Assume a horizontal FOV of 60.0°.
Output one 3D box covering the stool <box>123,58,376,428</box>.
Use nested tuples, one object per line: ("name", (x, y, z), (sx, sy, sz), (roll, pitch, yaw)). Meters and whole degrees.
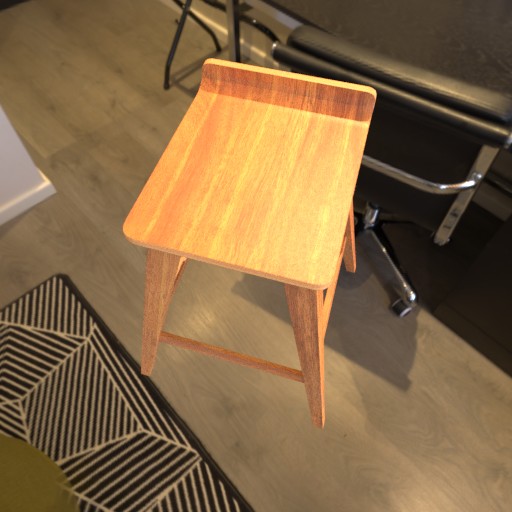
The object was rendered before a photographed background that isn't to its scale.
("stool", (0.000, 0.000, 1.014), (0.500, 0.650, 0.500), (14, 58, 9))
